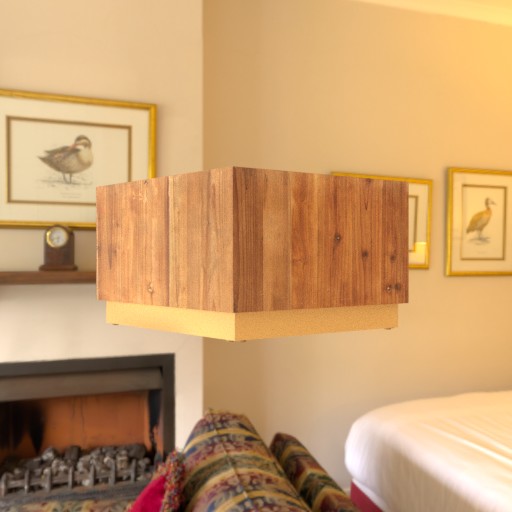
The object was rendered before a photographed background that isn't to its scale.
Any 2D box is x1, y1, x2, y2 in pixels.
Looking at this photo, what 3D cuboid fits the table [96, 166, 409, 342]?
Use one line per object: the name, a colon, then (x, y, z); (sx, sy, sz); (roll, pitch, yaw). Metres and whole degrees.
table: (0.000, 0.000, 1.696); (1.154, 0.456, 1.000); (0, 0, 36)
